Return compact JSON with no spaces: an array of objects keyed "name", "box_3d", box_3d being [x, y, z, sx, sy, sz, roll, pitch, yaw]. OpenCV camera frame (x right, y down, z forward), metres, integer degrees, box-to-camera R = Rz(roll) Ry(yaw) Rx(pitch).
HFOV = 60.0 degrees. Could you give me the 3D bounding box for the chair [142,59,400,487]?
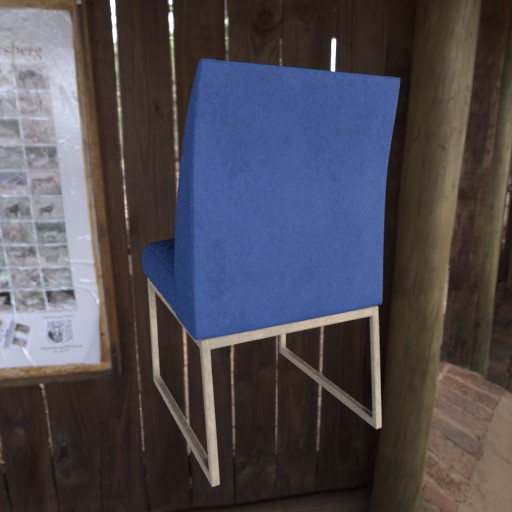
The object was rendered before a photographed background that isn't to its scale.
[{"name":"chair","box_3d":[0.000,0.000,1.185,0.508,0.863,0.522,-7,15,-26]}]
